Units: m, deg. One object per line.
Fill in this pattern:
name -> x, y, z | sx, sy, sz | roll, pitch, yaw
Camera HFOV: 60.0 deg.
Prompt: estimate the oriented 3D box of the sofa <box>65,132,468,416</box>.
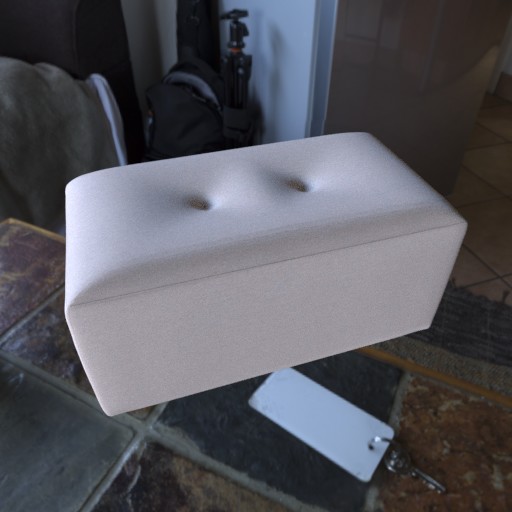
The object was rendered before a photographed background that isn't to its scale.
sofa -> 0.000, 0.000, 1.214 | 0.930, 0.470, 0.480 | -12, 43, -13
